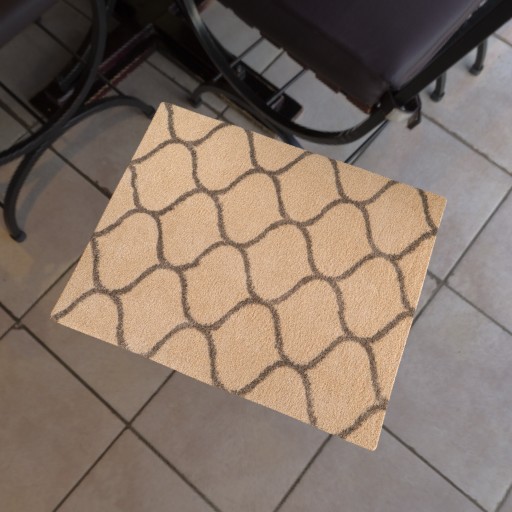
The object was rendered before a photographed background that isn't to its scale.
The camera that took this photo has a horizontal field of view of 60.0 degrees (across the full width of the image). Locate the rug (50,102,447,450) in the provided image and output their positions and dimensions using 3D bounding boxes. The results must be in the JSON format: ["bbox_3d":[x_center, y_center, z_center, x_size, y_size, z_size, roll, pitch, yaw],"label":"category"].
[{"bbox_3d":[0.000,0.000,4.073,3.000,0.026,2.399,20,74,6],"label":"rug"}]
